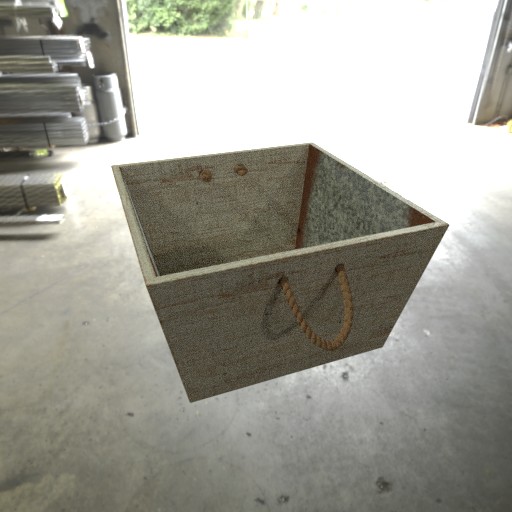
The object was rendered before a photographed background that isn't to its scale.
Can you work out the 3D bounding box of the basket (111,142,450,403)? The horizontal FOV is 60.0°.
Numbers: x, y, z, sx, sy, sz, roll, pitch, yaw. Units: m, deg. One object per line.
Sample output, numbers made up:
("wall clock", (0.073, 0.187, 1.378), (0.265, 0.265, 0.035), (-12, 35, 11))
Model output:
("basket", (0.000, 0.000, 0.774), (0.413, 0.247, 0.545), (-11, 33, -18))
